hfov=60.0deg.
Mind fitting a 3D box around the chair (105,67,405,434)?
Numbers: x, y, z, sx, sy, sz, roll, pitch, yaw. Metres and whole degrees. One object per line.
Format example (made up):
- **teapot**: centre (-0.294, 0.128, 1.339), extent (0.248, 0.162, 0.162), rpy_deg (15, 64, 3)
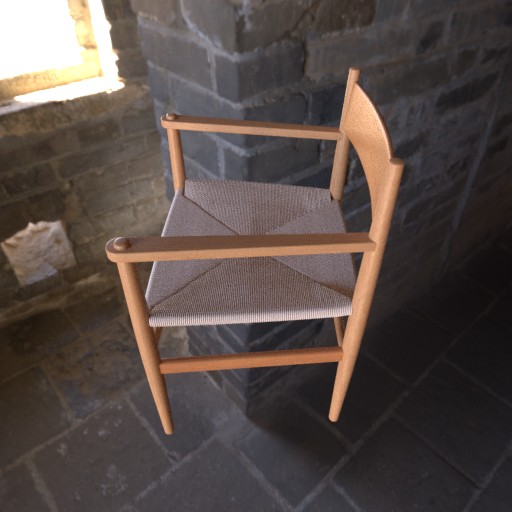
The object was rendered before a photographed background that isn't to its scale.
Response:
- **chair**: centre (0.000, 0.000, 1.093), extent (0.495, 0.762, 0.556), rpy_deg (1, 41, 1)
